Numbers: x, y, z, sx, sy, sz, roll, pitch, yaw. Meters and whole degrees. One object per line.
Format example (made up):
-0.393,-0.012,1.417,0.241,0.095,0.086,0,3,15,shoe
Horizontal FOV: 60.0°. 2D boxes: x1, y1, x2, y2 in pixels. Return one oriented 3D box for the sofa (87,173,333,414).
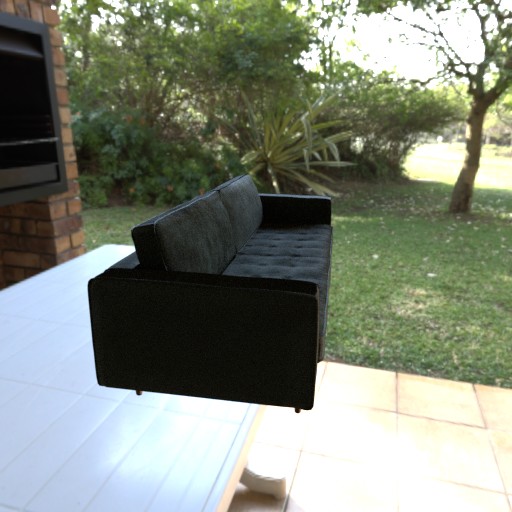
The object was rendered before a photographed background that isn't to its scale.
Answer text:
0.000,0.000,2.628,0.886,0.781,2.214,3,17,10,sofa
